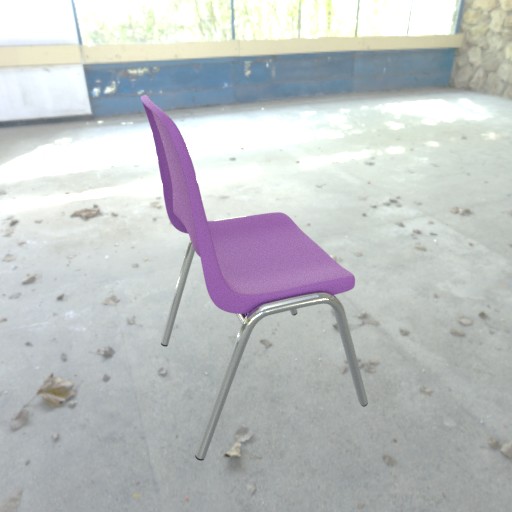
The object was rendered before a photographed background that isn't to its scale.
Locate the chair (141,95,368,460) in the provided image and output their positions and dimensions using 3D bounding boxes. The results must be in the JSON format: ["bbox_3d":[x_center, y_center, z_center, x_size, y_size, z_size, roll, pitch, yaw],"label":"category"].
[{"bbox_3d":[0.000,0.000,0.704,0.301,0.493,0.291,-11,31,-18],"label":"chair"}]
